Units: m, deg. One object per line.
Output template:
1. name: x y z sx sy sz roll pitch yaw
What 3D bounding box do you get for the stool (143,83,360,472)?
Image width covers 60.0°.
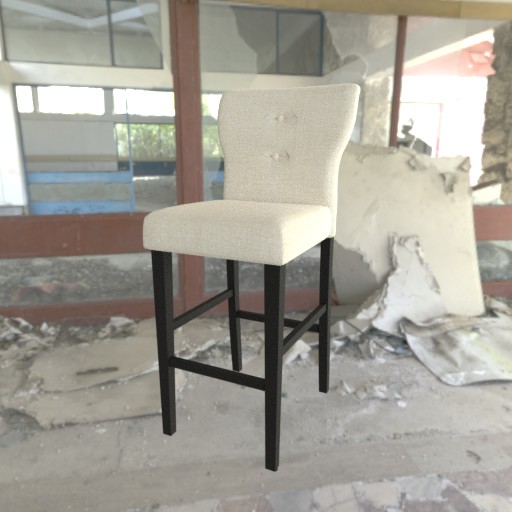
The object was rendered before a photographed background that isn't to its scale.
1. stool: 0.000 0.000 1.474 0.516 1.124 0.603 7 15 25
